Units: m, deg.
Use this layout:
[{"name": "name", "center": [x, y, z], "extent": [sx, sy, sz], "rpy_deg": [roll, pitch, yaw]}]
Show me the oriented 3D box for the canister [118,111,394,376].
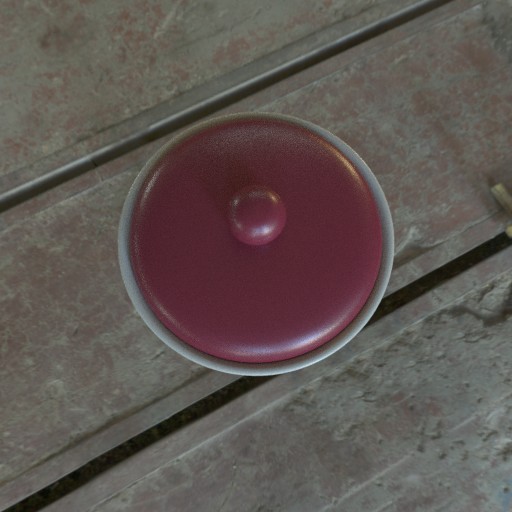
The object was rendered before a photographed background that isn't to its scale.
[{"name": "canister", "center": [0.000, 0.000, 0.347], "extent": [0.181, 0.211, 0.181], "rpy_deg": [0, 75, 0]}]
